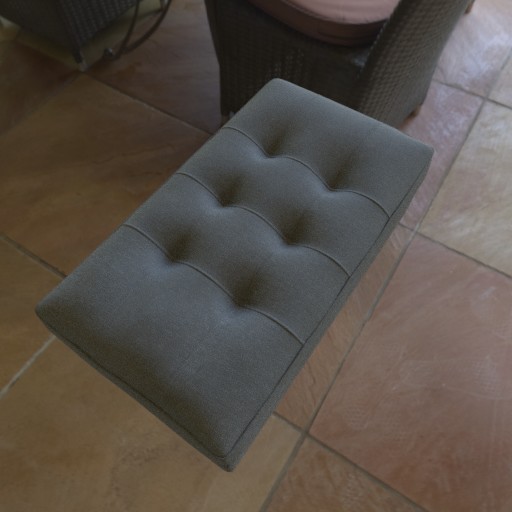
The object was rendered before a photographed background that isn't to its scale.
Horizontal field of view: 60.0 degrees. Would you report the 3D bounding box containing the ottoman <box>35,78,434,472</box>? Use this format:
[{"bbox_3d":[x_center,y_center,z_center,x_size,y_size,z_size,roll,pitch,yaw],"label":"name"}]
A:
[{"bbox_3d":[0.000,0.000,1.449,0.648,0.514,1.143,32,65,17],"label":"ottoman"}]
